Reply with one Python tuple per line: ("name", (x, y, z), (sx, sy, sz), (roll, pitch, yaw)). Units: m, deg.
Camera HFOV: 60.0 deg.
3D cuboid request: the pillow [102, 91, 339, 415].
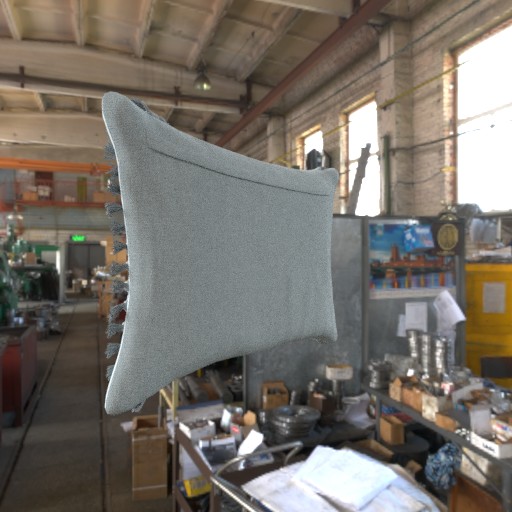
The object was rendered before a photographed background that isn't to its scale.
("pillow", (0.000, 0.000, 0.587), (0.084, 0.305, 0.466), (0, 0, 37))
